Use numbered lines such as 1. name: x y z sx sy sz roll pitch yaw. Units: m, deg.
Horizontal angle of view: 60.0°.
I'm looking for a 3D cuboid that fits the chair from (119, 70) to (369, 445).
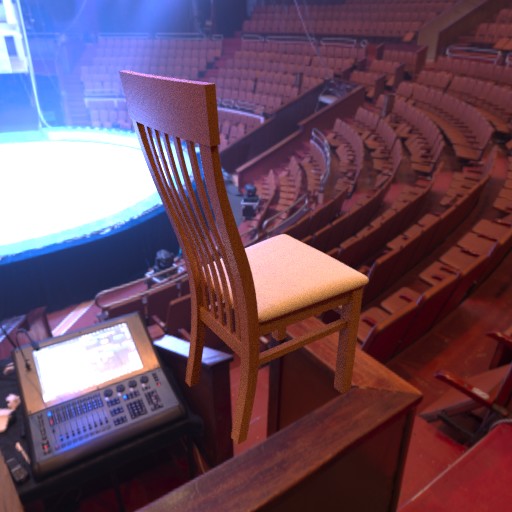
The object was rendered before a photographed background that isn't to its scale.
1. chair: 0.000 0.000 1.361 0.580 1.050 0.450 -18 31 -31
